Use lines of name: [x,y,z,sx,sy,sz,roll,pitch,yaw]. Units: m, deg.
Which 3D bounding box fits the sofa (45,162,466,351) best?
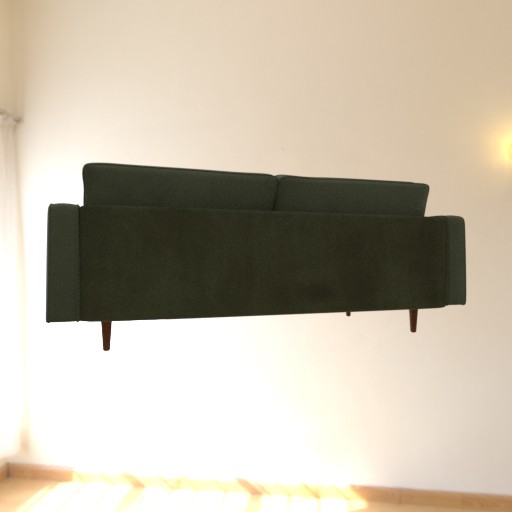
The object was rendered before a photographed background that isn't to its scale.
sofa: [0.000,0.000,2.287,1.880,0.772,0.916,0,0,-18]
